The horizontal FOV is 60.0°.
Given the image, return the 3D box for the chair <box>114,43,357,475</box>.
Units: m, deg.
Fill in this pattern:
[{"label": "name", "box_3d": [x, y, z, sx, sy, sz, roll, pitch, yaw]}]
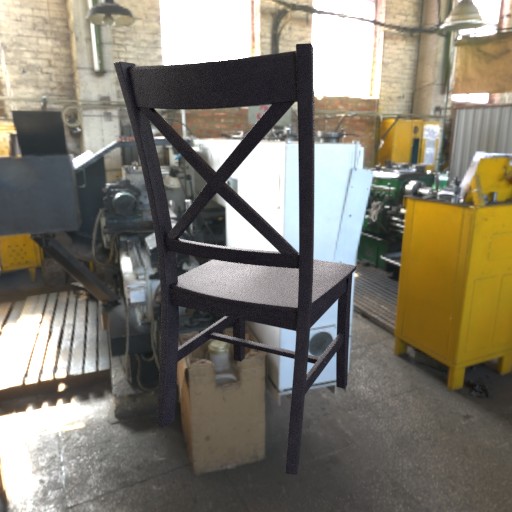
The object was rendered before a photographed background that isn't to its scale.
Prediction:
[{"label": "chair", "box_3d": [0.000, 0.000, 1.255, 0.485, 0.983, 0.542, 8, 17, 26]}]
